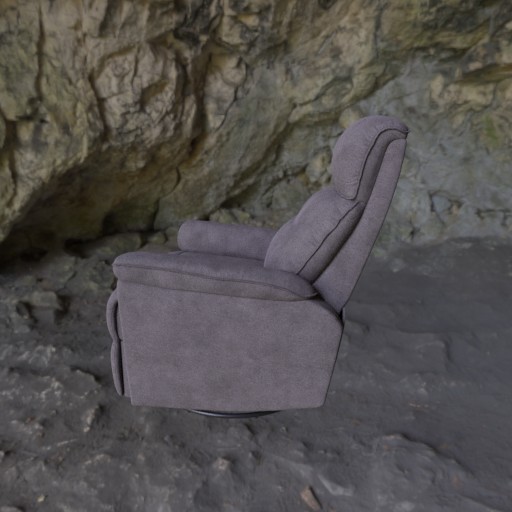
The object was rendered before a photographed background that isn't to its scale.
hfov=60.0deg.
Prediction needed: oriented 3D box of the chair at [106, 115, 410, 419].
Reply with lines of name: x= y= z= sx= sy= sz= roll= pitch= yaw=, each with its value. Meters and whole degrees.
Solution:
chair: x=0.000 y=0.000 z=1.743 sx=1.009 sy=1.036 sz=0.830 roll=2 pitch=13 yaw=8
